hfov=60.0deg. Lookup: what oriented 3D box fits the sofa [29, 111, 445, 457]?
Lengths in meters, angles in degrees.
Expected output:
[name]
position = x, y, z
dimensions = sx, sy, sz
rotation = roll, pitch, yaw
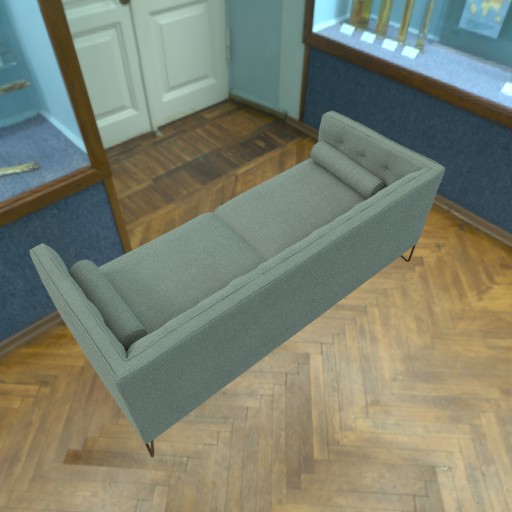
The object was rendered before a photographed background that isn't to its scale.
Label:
[sofa]
position = 0.000, 0.000, 2.560
dimensions = 2.079, 0.798, 0.912
rotation = -31, 54, -26
